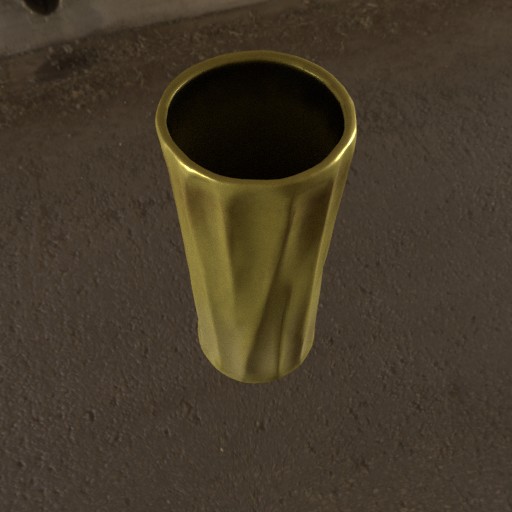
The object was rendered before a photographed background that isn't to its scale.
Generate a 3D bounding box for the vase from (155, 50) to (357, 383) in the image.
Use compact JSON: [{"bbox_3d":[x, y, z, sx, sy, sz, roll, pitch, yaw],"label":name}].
[{"bbox_3d":[0.000,0.000,0.174,0.061,0.143,0.061,0,58,0],"label":"vase"}]
